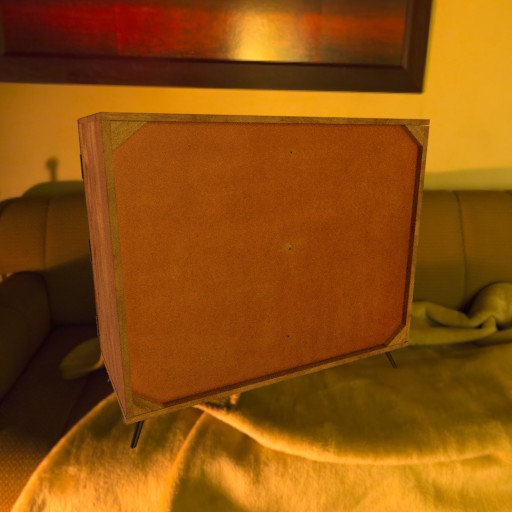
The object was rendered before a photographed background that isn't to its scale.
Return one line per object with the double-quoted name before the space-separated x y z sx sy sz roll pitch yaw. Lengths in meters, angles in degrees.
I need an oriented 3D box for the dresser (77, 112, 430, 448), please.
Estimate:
"dresser" 0.000 0.000 1.435 0.967 0.847 0.446 -8 17 -26
